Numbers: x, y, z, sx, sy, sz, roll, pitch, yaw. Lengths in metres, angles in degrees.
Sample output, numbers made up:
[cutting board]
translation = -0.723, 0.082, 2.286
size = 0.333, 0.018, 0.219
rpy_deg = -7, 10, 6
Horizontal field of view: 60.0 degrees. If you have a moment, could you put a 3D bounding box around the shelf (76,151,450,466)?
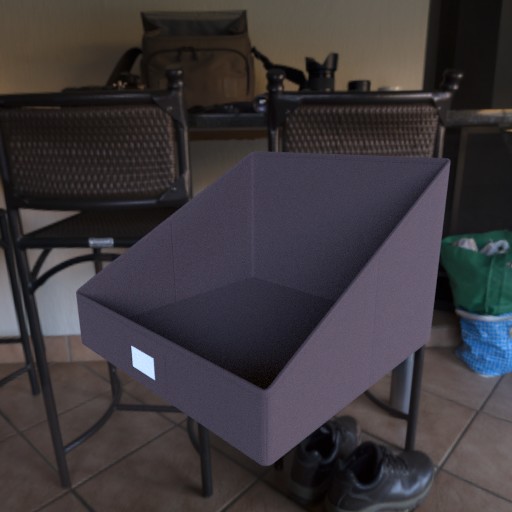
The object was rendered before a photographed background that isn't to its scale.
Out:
[shelf]
translation = 0.000, 0.000, 0.489
size = 0.292, 0.210, 0.292
rpy_deg = 14, 21, 42
